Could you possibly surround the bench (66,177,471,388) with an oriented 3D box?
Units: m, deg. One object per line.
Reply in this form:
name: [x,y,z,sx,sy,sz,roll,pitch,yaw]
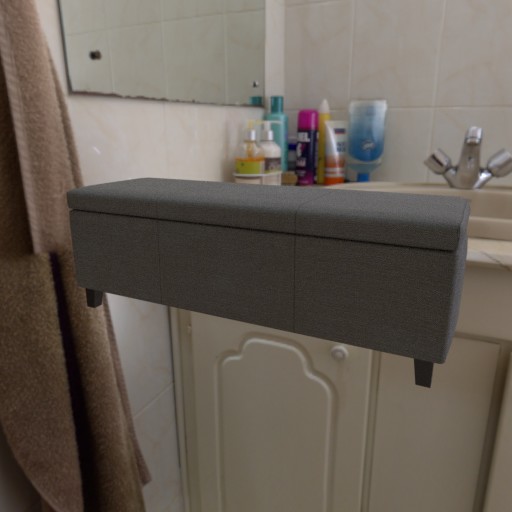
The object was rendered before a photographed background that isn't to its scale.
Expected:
bench: [0.000,0.000,1.489,1.269,0.438,0.446,8,18,26]
